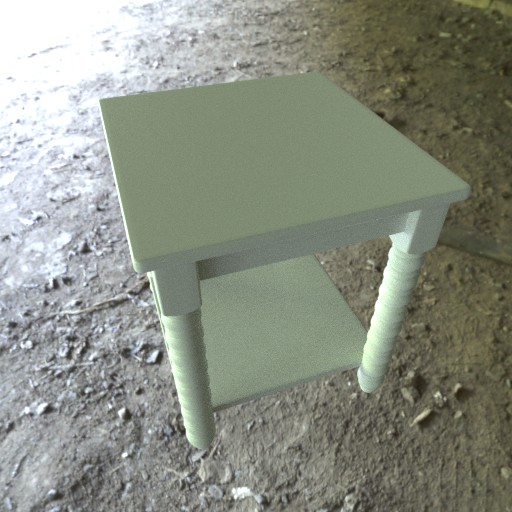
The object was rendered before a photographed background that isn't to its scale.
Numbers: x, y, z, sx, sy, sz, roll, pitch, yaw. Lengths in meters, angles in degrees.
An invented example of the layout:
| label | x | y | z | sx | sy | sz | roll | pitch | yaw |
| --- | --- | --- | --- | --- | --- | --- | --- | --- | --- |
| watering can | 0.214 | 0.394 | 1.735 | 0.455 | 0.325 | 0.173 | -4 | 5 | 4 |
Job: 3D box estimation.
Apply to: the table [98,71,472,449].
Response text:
| label | x | y | z | sx | sy | sz | roll | pitch | yaw |
| --- | --- | --- | --- | --- | --- | --- | --- | --- | --- |
| table | 0.000 | 0.000 | 0.966 | 0.500 | 0.563 | 0.533 | -13 | 43 | -14 |
